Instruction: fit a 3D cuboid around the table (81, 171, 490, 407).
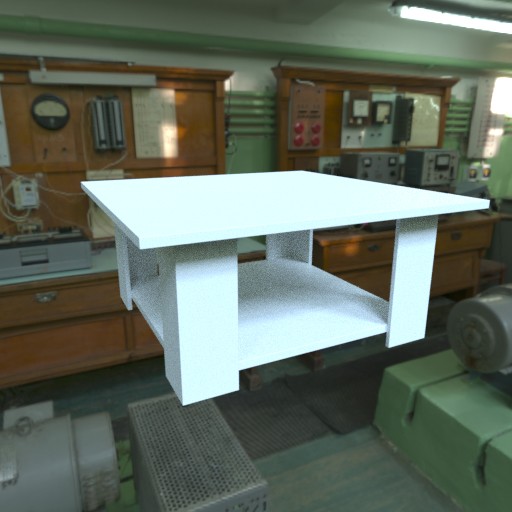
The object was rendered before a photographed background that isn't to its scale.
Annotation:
[{"bbox_3d":[0.000,0.000,1.038,0.670,0.305,0.670,-8,18,-26],"label":"table"}]
